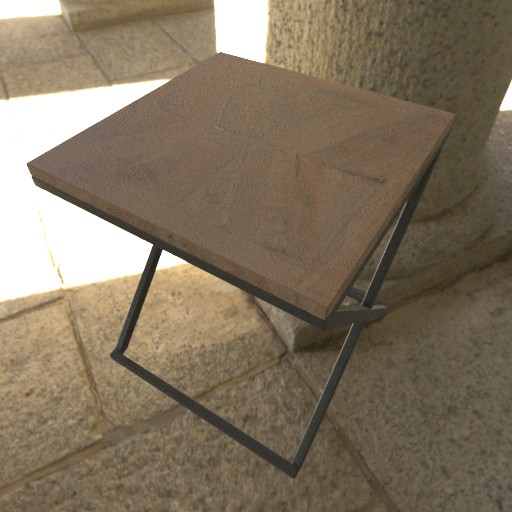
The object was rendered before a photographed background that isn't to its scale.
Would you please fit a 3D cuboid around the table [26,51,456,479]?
[{"bbox_3d":[0.000,0.000,0.905,0.499,0.550,0.498,25,51,22],"label":"table"}]
